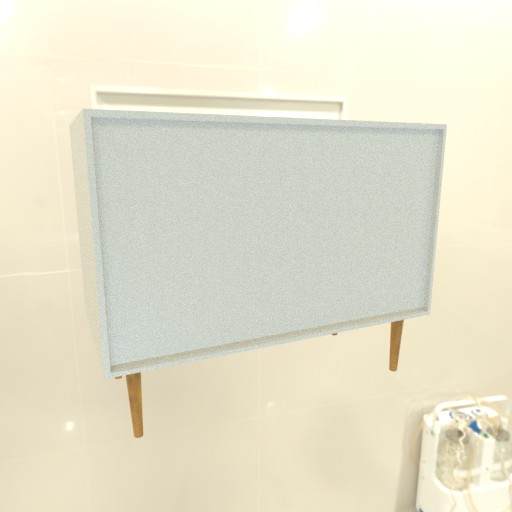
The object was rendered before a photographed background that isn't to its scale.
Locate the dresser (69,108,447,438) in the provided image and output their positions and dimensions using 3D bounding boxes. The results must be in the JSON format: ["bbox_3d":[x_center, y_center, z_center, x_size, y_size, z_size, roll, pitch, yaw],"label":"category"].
[{"bbox_3d":[0.000,0.000,1.266,0.905,0.721,0.457,-6,14,-25],"label":"dresser"}]
